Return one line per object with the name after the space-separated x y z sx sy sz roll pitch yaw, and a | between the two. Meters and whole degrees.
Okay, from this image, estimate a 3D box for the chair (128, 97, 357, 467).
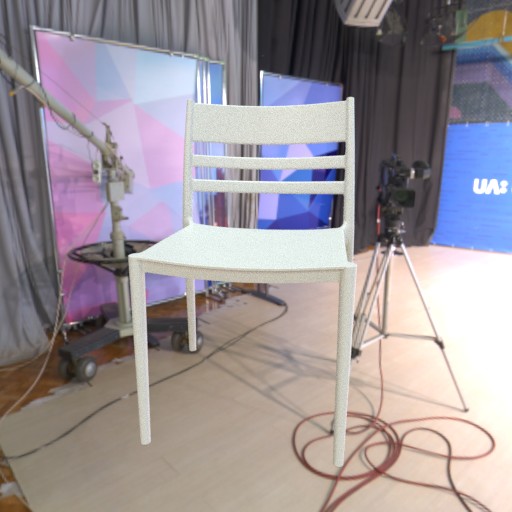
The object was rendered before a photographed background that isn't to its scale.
0.000 0.000 1.139 0.531 0.800 0.511 2 15 9 | chair
